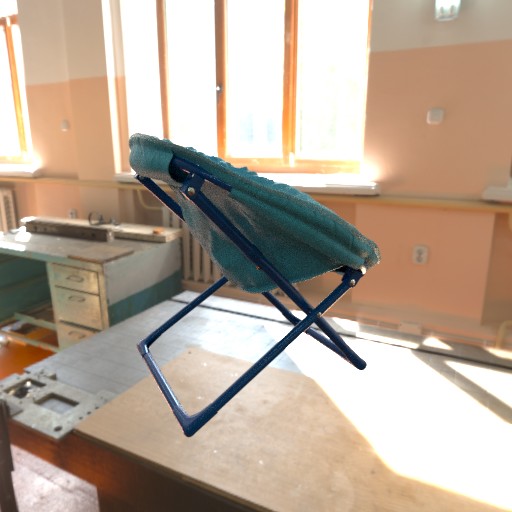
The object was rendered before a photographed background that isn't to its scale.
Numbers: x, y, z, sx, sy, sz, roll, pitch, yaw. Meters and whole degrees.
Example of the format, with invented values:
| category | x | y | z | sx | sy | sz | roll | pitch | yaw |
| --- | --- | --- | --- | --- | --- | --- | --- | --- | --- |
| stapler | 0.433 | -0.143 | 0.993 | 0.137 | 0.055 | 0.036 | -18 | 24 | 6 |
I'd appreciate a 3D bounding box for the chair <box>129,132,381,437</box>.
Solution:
| category | x | y | z | sx | sy | sz | roll | pitch | yaw |
| --- | --- | --- | --- | --- | --- | --- | --- | --- | --- |
| chair | 0.000 | 0.000 | 0.899 | 0.465 | 0.478 | 0.520 | -7 | 16 | -26 |
